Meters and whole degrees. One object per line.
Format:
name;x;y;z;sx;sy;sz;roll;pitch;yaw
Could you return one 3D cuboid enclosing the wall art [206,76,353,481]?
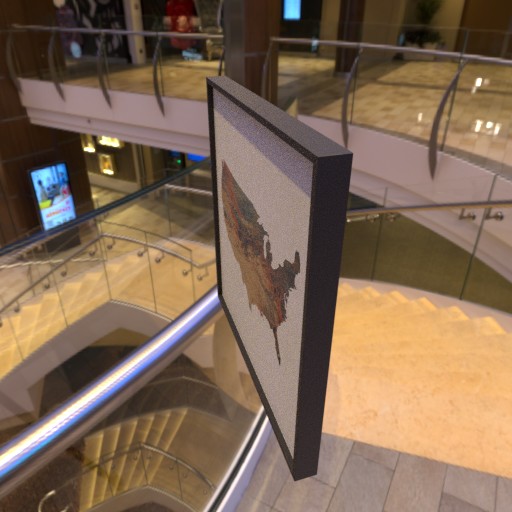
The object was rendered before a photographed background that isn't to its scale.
wall art;0.000;0.000;0.760;0.038;0.507;0.507;-9;32;-15
